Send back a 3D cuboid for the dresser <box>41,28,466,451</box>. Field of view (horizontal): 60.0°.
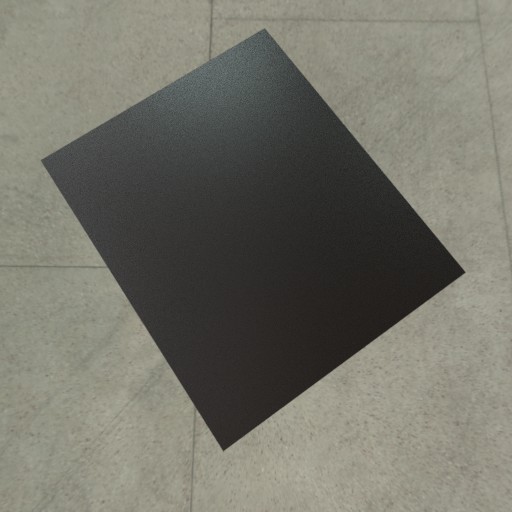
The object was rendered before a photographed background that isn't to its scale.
[{"bbox_3d":[0.000,0.000,0.752,0.360,0.470,0.400,-34,79,-8],"label":"dresser"}]
